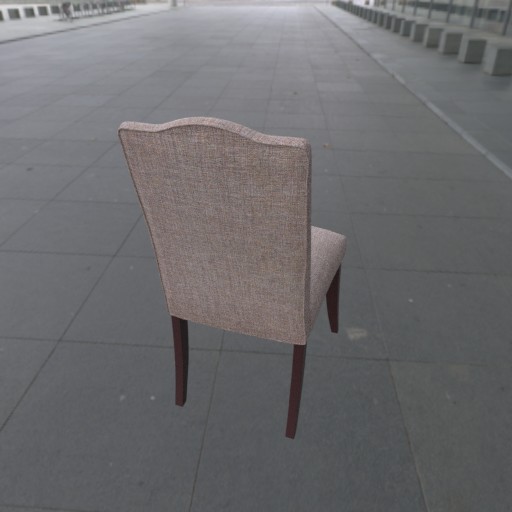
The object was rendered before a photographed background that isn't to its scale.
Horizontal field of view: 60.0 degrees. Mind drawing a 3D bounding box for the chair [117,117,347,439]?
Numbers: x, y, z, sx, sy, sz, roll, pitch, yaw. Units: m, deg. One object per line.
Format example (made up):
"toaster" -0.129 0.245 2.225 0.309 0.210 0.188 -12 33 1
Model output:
"chair" 0.000 0.000 1.417 0.513 1.016 0.660 10 33 16
